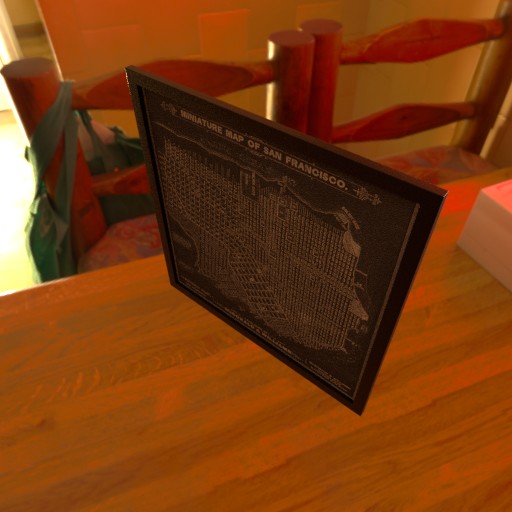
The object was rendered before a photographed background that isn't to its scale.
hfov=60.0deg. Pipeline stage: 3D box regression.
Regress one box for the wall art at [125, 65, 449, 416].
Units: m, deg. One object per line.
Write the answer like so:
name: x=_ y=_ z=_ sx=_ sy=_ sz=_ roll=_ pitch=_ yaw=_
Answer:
wall art: x=0.000 y=0.000 z=0.677 sx=0.457 sy=0.458 sz=0.012 roll=30 pitch=53 yaw=26
